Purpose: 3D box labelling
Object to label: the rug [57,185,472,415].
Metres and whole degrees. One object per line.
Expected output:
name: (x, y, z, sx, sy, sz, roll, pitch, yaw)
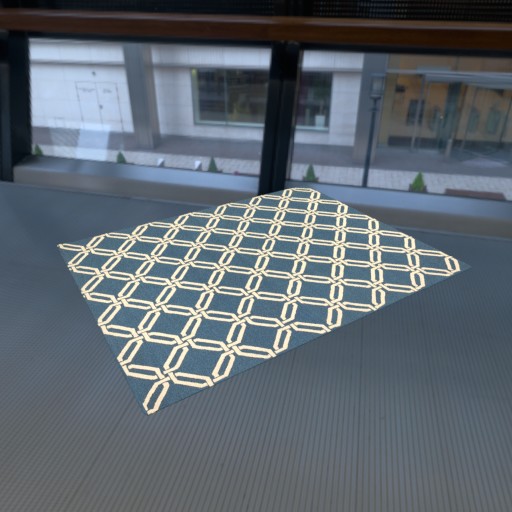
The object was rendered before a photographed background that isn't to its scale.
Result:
rug: (0.000, 0.000, 3.877, 2.867, 0.020, 2.277, -18, 34, -28)
